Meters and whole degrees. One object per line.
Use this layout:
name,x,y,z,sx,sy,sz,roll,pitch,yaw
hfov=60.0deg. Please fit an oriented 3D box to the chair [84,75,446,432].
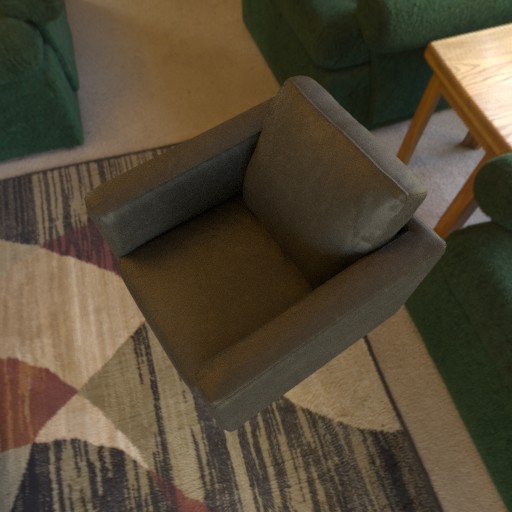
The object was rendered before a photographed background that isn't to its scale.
chair,0.000,0.000,1.585,0.879,0.898,0.831,-31,67,-15
